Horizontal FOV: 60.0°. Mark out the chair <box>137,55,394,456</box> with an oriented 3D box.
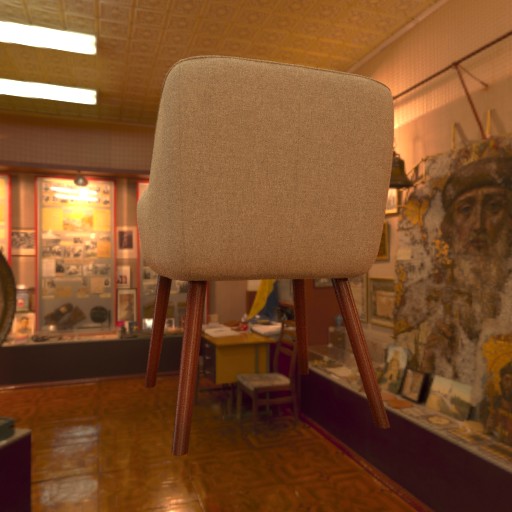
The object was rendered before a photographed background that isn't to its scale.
[{"bbox_3d":[0.000,0.000,1.215,0.610,0.813,0.610,0,-1,-18],"label":"chair"}]
